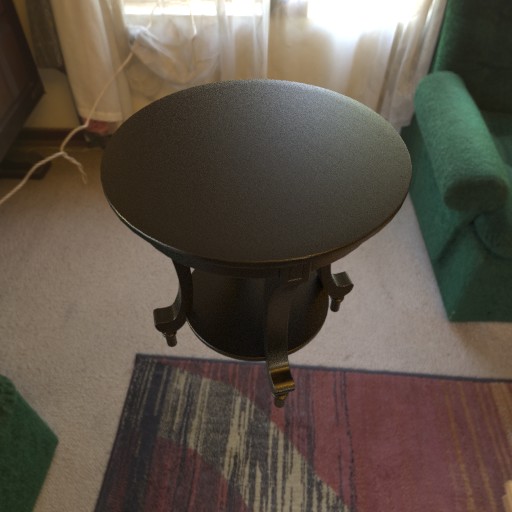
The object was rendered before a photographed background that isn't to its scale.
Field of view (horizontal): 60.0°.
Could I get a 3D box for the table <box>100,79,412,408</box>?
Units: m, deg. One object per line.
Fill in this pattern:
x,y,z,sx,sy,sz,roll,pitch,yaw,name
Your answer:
0.000,0.000,1.096,0.597,0.618,0.597,0,47,0,table
